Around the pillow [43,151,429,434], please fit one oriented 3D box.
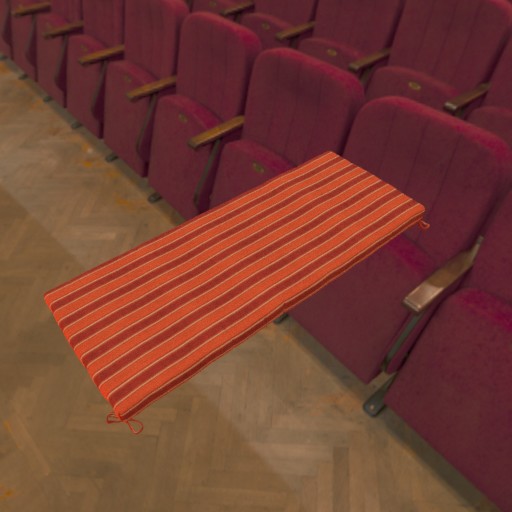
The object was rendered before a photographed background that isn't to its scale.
[{"bbox_3d":[0.000,0.000,1.369,1.187,0.081,0.492,-30,53,-26],"label":"pillow"}]
